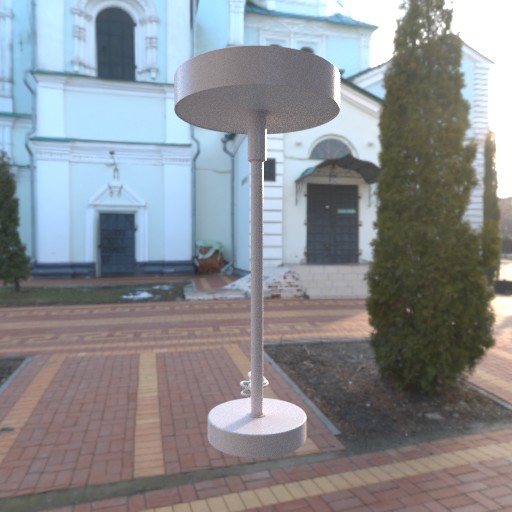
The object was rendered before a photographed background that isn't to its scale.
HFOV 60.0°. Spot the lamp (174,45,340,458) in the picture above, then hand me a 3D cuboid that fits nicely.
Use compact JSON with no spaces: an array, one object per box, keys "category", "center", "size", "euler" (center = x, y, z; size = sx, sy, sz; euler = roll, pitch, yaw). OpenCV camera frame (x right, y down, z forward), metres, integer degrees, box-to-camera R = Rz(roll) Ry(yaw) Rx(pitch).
[{"category":"lamp","center":[0.000,0.000,0.697],"size":[0.229,0.508,0.369],"euler":[0,1,-1]}]
